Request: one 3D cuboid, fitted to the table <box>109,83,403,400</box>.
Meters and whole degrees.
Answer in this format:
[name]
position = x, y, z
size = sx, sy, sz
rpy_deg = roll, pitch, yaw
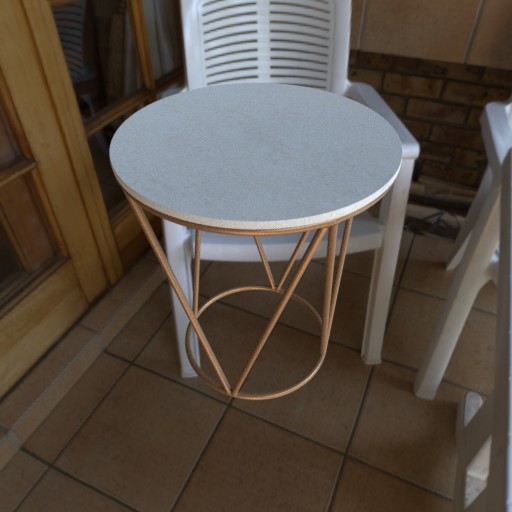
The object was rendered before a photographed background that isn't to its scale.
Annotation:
[table]
position = 0.000, 0.000, 0.963
size = 0.500, 0.564, 0.500
rpy_deg = 0, 42, 0
